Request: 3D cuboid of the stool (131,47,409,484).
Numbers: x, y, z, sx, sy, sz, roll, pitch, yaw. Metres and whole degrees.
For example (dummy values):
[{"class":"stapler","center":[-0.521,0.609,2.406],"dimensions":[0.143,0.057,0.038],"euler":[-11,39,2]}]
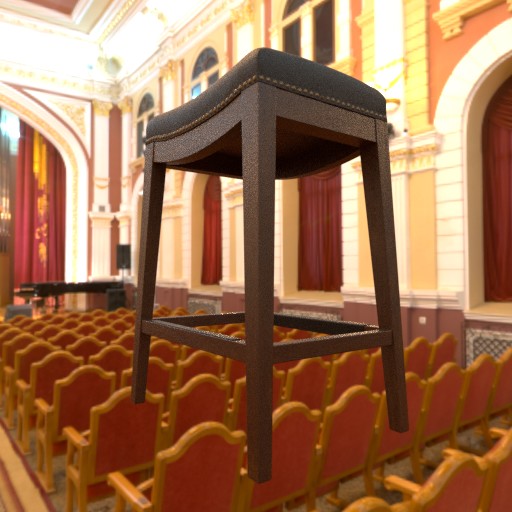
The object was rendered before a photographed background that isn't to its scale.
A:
[{"class":"stool","center":[0.000,0.000,0.934],"dimensions":[0.353,0.664,0.490],"euler":[1,-2,-36]}]
